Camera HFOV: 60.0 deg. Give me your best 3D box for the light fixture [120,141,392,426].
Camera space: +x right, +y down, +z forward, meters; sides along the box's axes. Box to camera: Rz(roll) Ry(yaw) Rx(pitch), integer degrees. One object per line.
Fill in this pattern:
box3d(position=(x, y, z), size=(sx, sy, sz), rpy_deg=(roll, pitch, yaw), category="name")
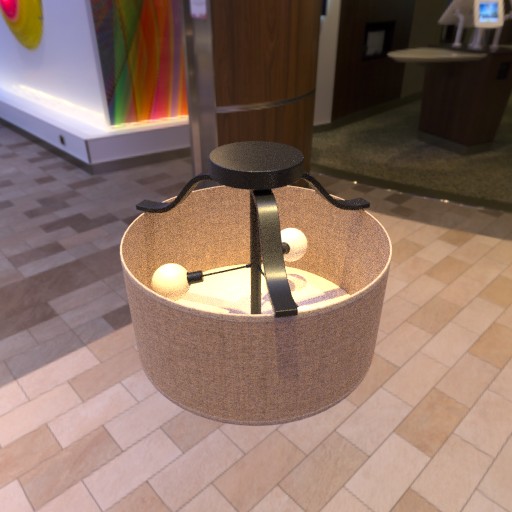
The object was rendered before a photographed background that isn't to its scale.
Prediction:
box3d(position=(0.000, 0.000, 0.658), size=(0.390, 0.306, 0.390), rpy_deg=(0, 31, 0), category="light fixture")
